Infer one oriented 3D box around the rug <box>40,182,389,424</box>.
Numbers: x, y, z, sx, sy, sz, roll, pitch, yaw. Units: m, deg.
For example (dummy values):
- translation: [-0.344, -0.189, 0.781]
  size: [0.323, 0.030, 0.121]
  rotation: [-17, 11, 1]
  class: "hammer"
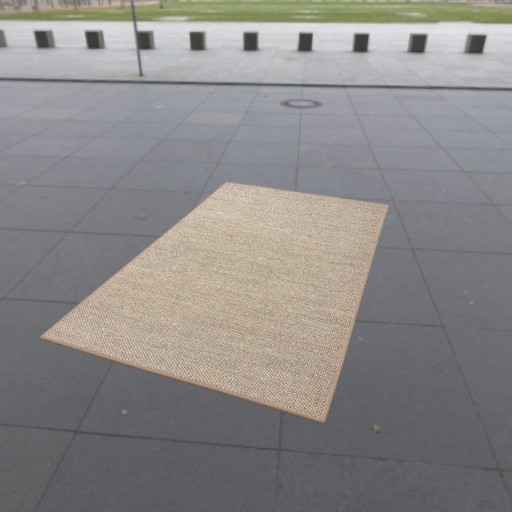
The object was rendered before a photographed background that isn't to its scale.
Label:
- translation: [0.000, 0.000, 2.120]
  size: [1.061, 0.012, 1.668]
  rotation: [11, 32, 18]
  class: "rug"
